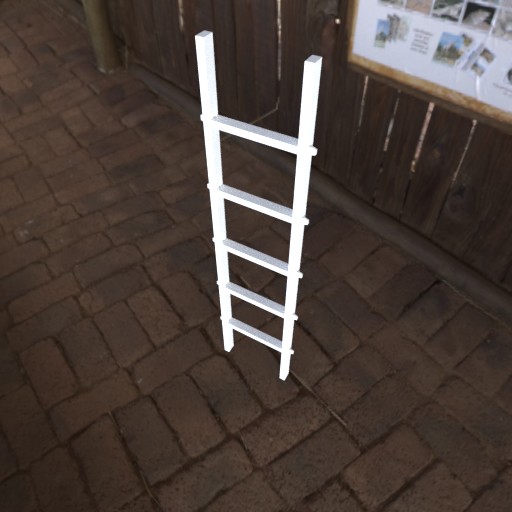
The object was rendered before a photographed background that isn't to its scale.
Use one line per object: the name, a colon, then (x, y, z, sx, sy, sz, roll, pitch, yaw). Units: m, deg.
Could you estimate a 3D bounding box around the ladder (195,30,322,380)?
ladder: (0.000, 0.000, 1.957, 0.452, 1.797, 0.051, 23, 50, 20)
